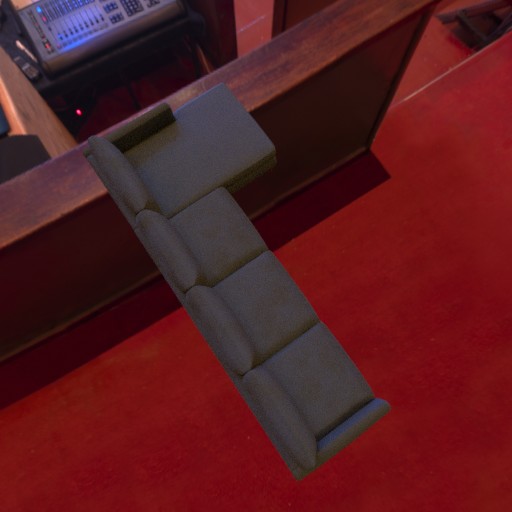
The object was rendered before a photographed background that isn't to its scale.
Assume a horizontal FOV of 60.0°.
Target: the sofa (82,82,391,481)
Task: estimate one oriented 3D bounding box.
[{"bbox_3d":[0.000,0.000,3.205,1.255,0.756,2.725,-34,77,-9],"label":"sofa"}]
